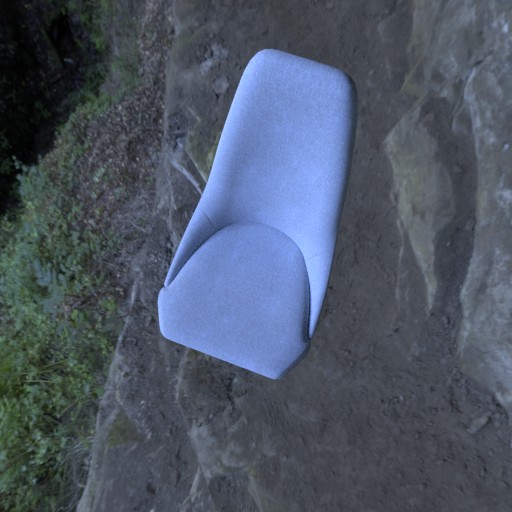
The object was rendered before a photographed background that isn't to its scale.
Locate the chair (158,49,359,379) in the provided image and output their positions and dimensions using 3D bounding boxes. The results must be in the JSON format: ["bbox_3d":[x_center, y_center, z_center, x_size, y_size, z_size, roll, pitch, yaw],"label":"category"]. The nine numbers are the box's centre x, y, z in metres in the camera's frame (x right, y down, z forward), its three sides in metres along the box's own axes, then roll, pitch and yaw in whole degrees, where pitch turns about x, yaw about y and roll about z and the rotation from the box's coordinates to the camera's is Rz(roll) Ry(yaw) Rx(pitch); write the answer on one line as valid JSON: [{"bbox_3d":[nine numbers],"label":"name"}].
[{"bbox_3d":[0.000,0.000,1.382,0.510,1.040,0.660,20,76,5],"label":"chair"}]
